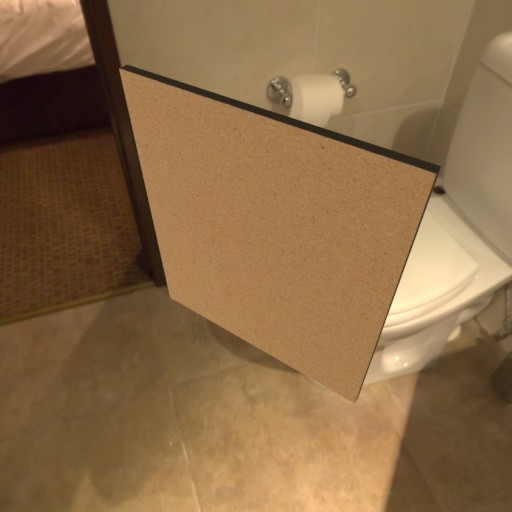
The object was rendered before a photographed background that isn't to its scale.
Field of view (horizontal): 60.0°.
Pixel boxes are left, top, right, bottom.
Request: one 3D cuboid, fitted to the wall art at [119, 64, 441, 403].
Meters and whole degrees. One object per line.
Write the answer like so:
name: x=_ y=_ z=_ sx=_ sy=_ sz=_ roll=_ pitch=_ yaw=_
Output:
wall art: x=0.000 y=0.000 z=1.217 sx=0.755 sy=0.863 sz=0.028 roll=26 pitch=51 yaw=23
